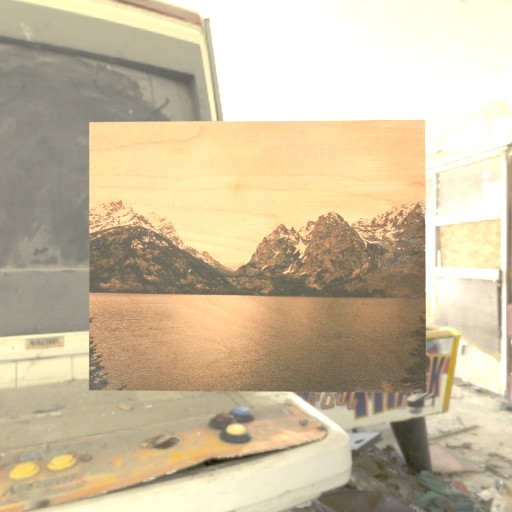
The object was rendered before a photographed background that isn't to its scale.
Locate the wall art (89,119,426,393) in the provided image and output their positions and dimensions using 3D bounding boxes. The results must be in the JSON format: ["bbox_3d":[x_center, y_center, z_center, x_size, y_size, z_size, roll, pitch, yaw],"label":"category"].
[{"bbox_3d":[0.000,0.000,0.673,0.508,0.408,0.010,0,0,1],"label":"wall art"}]
